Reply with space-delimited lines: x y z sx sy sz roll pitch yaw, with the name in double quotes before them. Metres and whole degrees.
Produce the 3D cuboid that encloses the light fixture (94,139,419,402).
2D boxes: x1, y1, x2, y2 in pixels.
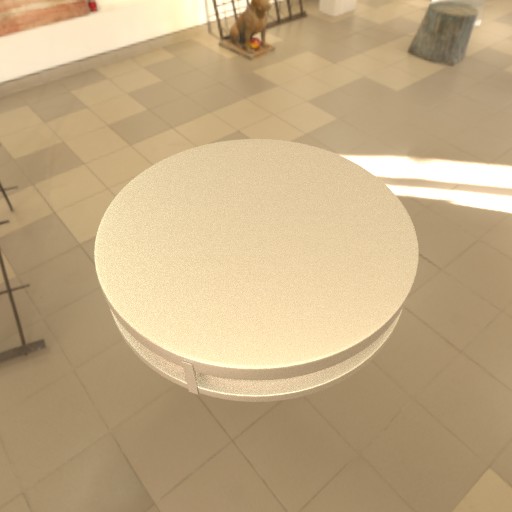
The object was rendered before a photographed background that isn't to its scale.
"light fixture" 0.000 0.000 0.535 0.356 0.102 0.356 0 47 0
